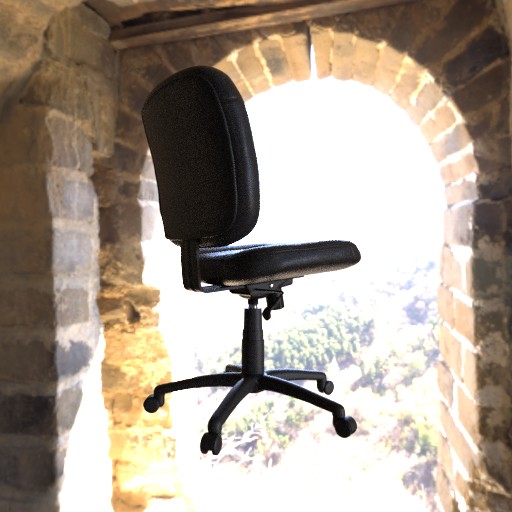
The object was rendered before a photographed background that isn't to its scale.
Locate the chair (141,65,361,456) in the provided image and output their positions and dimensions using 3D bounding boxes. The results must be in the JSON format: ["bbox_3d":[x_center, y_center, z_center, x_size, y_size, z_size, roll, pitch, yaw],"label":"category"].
[{"bbox_3d":[0.000,0.000,1.373,0.646,0.959,0.647,0,0,-35],"label":"chair"}]
